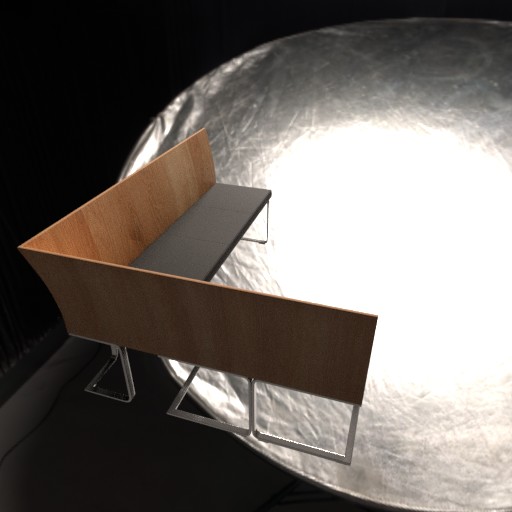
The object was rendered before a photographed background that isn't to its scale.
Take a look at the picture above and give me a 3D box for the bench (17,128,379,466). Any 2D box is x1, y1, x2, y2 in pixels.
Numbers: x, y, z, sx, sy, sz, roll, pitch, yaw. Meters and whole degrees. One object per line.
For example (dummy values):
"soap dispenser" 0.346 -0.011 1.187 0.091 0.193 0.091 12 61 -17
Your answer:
"bench" 0.000 0.000 2.708 1.495 0.930 1.945 10 33 15
